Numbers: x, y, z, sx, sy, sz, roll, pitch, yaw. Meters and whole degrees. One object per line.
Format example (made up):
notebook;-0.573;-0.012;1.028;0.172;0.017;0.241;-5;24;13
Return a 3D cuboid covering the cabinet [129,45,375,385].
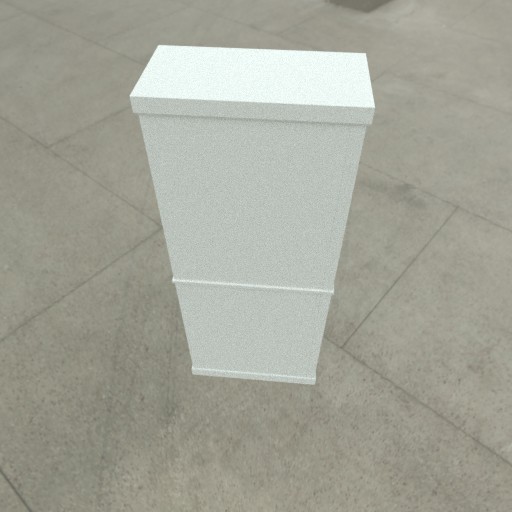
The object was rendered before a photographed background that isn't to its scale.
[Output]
cabinet;0.000;0.000;2.159;0.754;1.829;0.390;4;48;4
